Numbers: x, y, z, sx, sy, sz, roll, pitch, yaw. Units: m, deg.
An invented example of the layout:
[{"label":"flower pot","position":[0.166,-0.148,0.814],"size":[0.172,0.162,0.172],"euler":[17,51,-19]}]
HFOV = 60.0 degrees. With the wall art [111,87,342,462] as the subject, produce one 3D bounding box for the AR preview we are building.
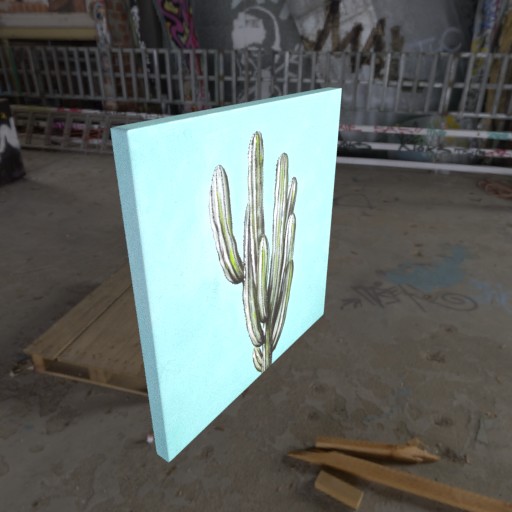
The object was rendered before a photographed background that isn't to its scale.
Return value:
[{"label":"wall art","position":[0.000,0.000,1.623],"size":[0.070,1.073,1.071],"euler":[18,32,31]}]
